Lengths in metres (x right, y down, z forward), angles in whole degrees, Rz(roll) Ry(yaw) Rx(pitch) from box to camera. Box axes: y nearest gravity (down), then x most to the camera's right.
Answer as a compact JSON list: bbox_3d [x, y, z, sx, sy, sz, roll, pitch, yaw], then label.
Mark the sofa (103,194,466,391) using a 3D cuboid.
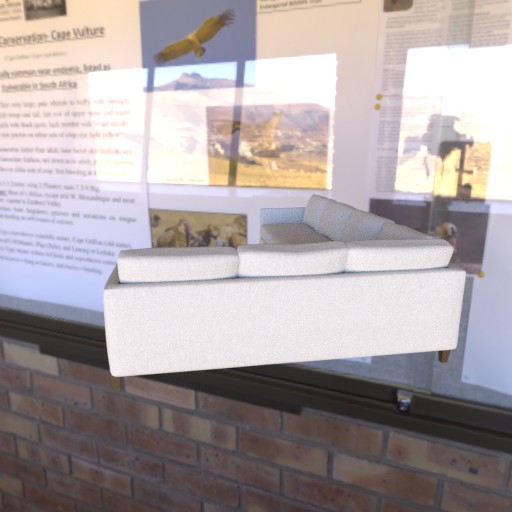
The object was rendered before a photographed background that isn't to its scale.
[{"bbox_3d":[0.000,0.000,4.550,2.522,0.934,3.333,-2,14,-9],"label":"sofa"}]
